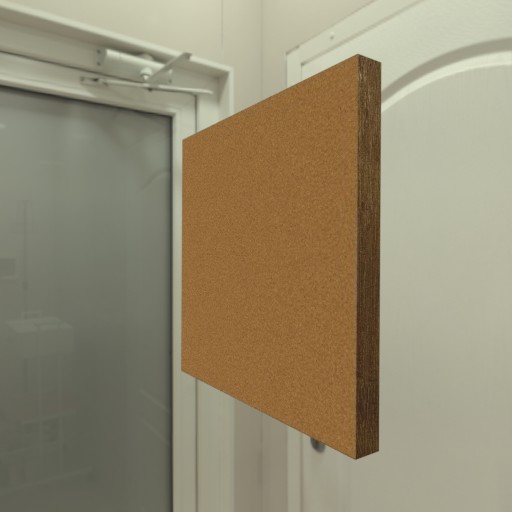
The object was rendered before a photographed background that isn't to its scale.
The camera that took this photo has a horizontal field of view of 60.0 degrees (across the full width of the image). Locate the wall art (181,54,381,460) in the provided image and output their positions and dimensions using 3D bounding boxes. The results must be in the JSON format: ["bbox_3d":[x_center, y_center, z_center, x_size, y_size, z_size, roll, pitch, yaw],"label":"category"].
[{"bbox_3d":[0.000,0.000,0.616,0.039,0.403,0.406,0,0,-35],"label":"wall art"}]
